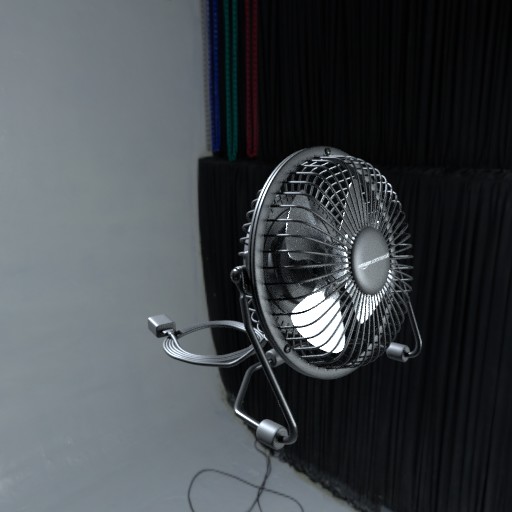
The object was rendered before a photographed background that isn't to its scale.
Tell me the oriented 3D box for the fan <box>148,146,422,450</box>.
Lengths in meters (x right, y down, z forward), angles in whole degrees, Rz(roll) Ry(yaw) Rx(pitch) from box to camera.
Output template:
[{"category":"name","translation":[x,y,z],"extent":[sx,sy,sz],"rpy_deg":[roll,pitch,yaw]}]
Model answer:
[{"category":"fan","translation":[0.000,0.000,0.314],"extent":[0.153,0.152,0.202],"rpy_deg":[-14,20,-43]}]
